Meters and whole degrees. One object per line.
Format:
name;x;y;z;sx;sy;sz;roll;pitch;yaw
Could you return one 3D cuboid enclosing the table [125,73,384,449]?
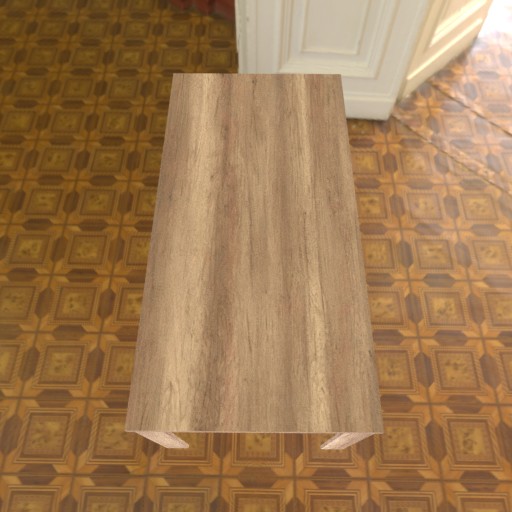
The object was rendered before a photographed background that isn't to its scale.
table;0.000;0.000;2.307;0.900;0.790;1.800;0;62;0
